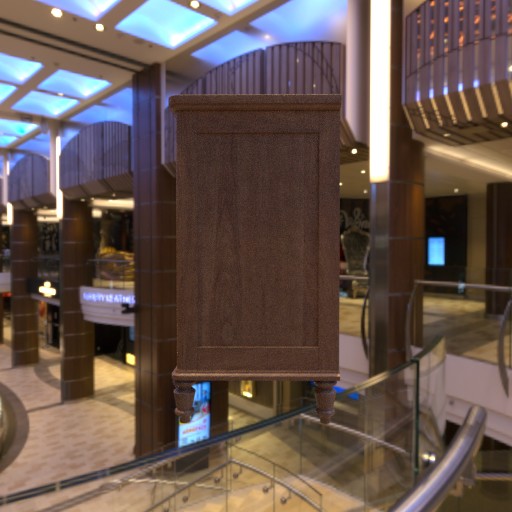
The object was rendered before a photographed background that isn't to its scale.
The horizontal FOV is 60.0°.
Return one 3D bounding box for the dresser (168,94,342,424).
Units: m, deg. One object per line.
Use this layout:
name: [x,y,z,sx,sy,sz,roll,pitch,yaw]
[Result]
dresser: [0.000,0.000,1.977,0.468,0.892,1.583,0,1,1]
